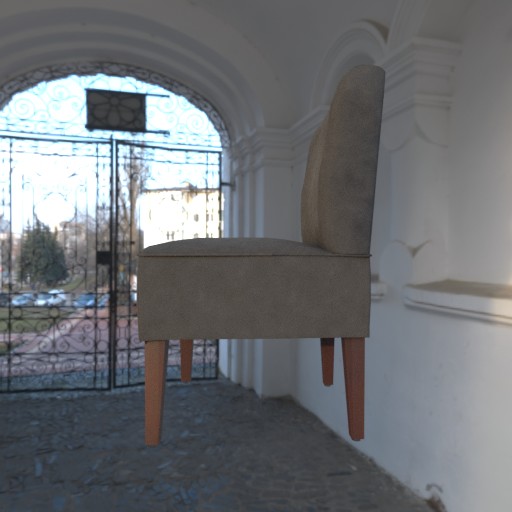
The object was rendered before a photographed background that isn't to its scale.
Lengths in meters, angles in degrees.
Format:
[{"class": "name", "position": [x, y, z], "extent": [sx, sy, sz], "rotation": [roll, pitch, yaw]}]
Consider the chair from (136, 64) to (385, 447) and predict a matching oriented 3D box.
[{"class": "chair", "position": [0.000, 0.000, 1.165], "extent": [0.554, 0.806, 0.521], "rotation": [0, 1, 0]}]
